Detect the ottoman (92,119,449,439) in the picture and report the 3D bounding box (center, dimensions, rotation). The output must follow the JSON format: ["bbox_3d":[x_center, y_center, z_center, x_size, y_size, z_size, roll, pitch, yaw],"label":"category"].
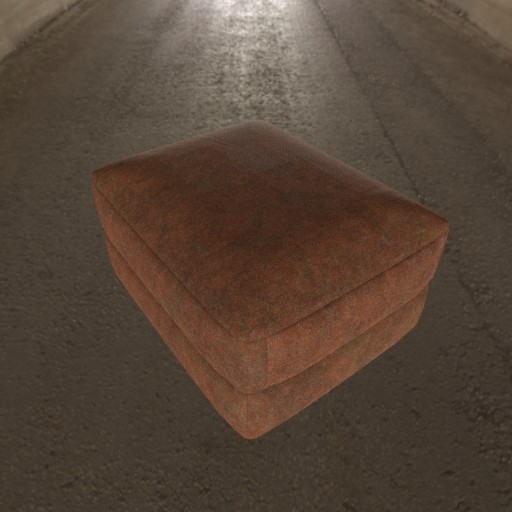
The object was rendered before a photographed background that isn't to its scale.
[{"bbox_3d":[0.000,0.000,1.213,0.635,0.508,0.787,-25,46,-27],"label":"ottoman"}]
